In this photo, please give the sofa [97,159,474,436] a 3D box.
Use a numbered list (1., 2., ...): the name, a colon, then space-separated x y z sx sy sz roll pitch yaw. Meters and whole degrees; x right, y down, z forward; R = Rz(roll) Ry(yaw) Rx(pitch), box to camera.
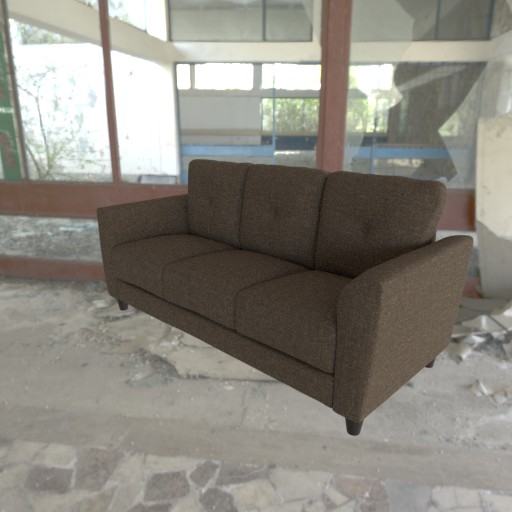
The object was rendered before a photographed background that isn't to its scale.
1. sofa: 0.000 0.000 2.303 1.847 0.891 0.837 15 23 42
